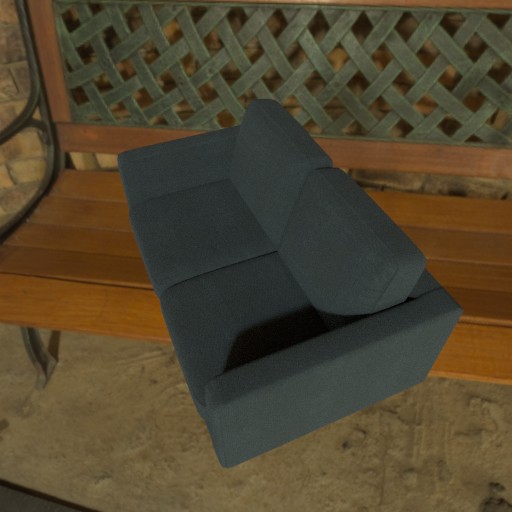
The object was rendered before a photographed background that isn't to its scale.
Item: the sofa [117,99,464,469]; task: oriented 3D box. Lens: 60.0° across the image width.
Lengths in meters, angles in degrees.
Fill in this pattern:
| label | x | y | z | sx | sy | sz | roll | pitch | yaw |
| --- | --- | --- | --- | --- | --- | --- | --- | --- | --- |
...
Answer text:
| label | x | y | z | sx | sy | sz | roll | pitch | yaw |
| --- | --- | --- | --- | --- | --- | --- | --- | --- | --- |
| sofa | 0.000 | 0.000 | 2.123 | 0.999 | 0.930 | 1.518 | -18 | 49 | -16 |
